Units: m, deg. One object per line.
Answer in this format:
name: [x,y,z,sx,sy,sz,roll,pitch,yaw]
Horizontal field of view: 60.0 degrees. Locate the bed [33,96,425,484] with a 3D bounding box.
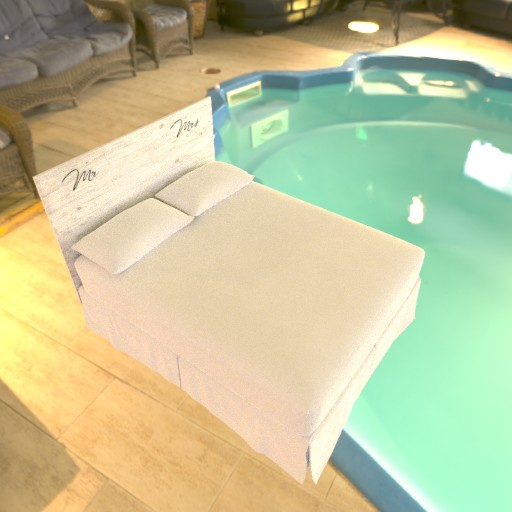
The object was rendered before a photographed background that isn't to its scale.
bed: [0.000,0.000,3.133,2.094,1.335,1.745,26,47,27]
